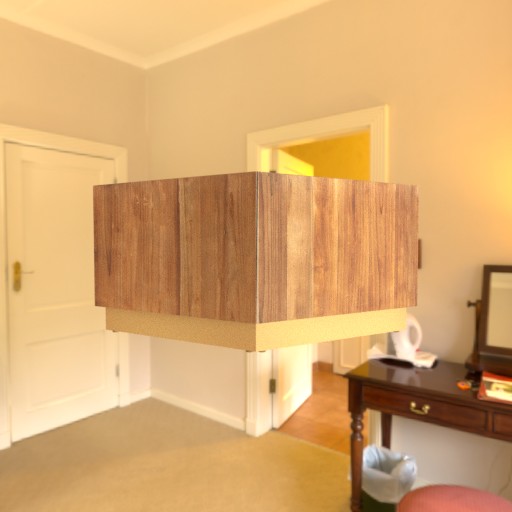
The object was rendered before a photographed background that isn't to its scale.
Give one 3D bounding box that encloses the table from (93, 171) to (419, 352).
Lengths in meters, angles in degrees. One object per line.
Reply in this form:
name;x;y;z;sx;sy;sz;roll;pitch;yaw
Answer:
table;0.000;0.000;1.656;1.000;0.456;1.154;0;2;0
